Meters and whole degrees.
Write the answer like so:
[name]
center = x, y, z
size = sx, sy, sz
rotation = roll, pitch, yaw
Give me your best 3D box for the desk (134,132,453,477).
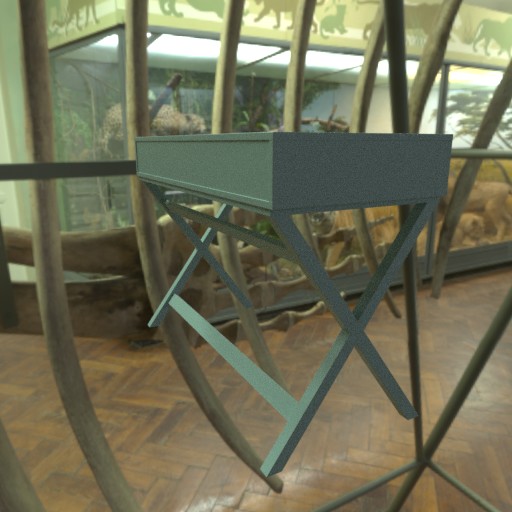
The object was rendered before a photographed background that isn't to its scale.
[desk]
center = 0.000, 0.000, 1.494
size = 0.509, 0.780, 1.059
rotation = -8, 16, -27
